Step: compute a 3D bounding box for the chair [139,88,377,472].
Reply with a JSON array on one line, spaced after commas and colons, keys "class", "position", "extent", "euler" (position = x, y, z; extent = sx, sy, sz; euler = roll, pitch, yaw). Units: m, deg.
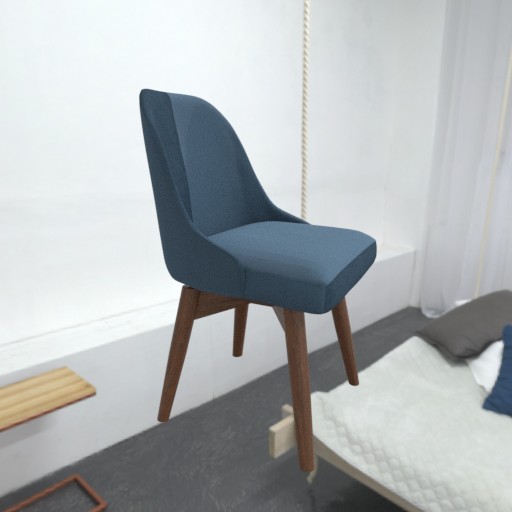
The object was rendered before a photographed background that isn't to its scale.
[{"class": "chair", "position": [0.000, 0.000, 1.227], "extent": [0.589, 0.882, 0.503], "euler": [7, 16, 26]}]
